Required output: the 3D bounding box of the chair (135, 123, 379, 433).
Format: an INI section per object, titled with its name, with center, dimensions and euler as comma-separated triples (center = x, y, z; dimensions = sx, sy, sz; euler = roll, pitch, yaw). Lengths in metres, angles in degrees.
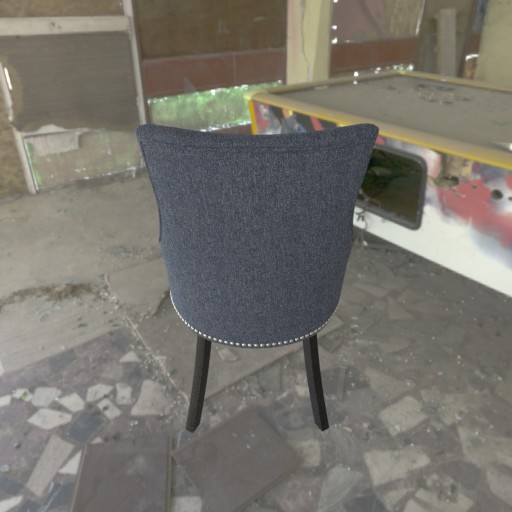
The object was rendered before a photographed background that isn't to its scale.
[chair]
center = 0.000, 0.000, 1.351
dimensions = 0.566, 0.909, 0.629
euler = 0, 30, -1
